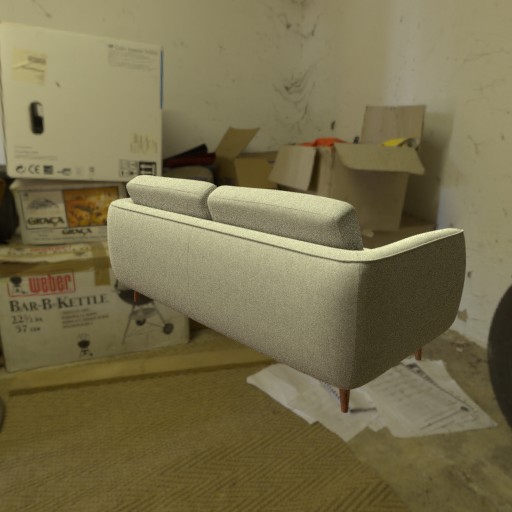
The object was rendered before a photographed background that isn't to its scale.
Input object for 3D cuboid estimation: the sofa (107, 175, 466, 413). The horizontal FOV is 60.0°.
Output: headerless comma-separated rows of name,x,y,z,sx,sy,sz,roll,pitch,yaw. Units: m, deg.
sofa,0.000,0.000,2.485,0.920,0.850,2.000,-14,21,-42
